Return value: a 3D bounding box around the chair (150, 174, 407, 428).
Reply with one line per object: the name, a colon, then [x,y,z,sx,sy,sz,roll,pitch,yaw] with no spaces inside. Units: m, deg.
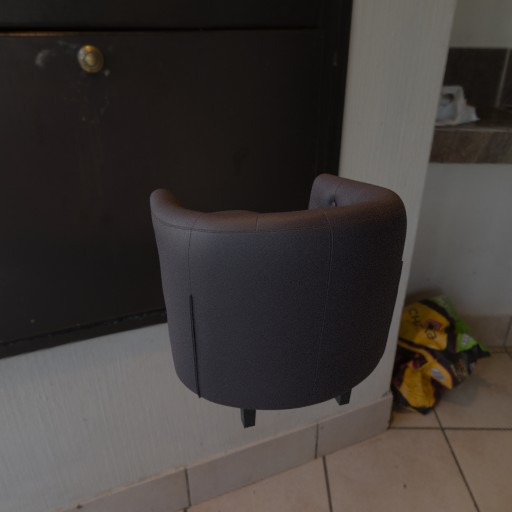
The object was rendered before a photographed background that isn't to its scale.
chair: [0.000,0.000,1.709,0.763,0.760,1.191,-8,28,-15]
